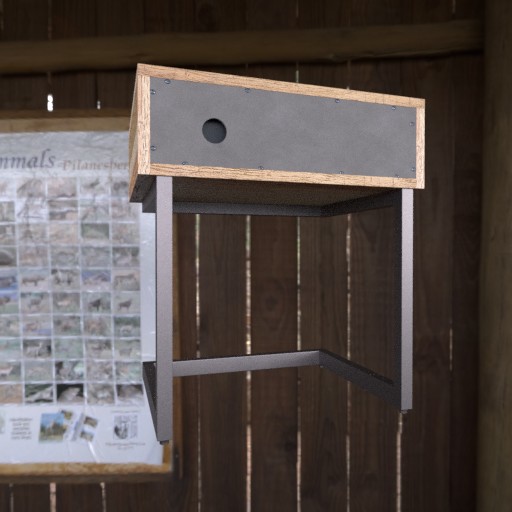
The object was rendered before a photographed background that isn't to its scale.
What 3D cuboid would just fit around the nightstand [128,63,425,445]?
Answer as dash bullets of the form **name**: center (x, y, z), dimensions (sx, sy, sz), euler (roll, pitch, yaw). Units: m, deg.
- **nightstand**: center (0.000, 0.000, 1.034), dimensions (0.558, 0.632, 0.481), euler (0, 1, -18)
